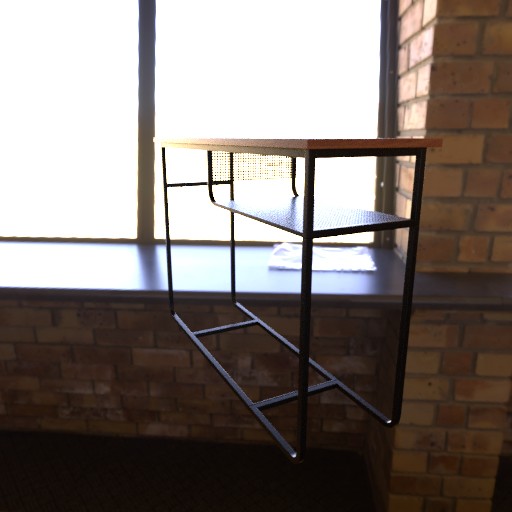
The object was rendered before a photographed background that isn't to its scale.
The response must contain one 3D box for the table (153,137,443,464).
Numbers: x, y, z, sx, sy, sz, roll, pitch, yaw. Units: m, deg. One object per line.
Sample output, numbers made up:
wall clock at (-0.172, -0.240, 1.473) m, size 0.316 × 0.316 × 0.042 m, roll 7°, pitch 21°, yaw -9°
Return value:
table at (0.000, 0.000, 1.455) m, size 0.350 × 0.750 × 1.100 m, roll -8°, pitch 17°, yaw -26°
